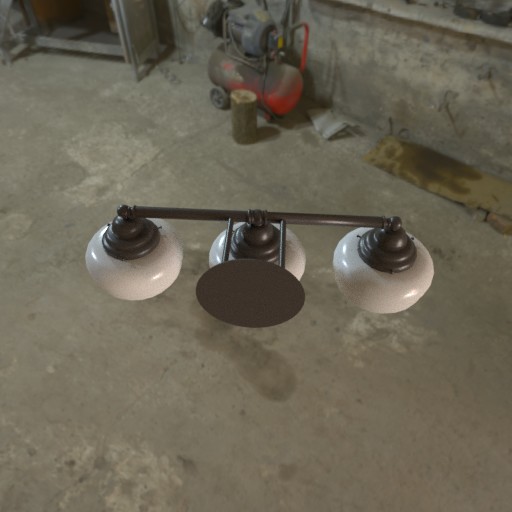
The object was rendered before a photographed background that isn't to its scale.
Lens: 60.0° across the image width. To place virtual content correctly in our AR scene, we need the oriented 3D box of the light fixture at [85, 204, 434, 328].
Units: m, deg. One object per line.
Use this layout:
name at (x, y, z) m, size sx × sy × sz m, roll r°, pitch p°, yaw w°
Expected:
light fixture at (0.000, 0.000, 0.698) m, size 0.587 × 0.242 × 0.239 m, roll 3°, pitch 47°, yaw 3°
